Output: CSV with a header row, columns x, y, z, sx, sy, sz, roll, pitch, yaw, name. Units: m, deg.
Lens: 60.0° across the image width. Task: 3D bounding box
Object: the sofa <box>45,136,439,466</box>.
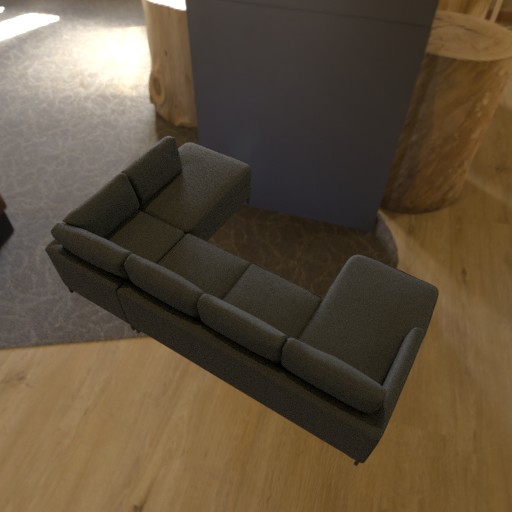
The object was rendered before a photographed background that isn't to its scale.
x,y,z,sx,sy,sz,roll,pitch,yaw,name
0.000,0.000,3.824,2.975,0.858,1.984,25,54,20,sofa
